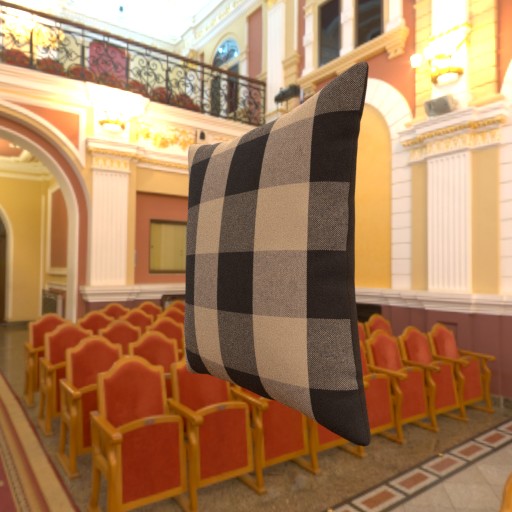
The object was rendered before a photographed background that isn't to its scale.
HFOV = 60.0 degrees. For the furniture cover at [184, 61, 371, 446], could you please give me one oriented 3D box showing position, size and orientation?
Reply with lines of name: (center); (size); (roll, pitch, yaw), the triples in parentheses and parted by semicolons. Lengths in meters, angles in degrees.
furniture cover: (0.000, 0.000, 0.789); (0.161, 0.509, 0.511); (1, -2, -35)
